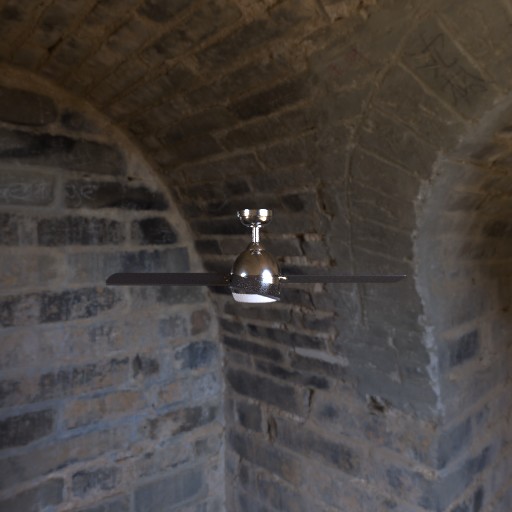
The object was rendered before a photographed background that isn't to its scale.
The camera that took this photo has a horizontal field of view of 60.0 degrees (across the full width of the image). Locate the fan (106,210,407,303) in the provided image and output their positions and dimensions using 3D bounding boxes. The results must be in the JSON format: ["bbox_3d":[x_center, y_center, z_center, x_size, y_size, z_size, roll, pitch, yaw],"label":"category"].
[{"bbox_3d":[0.000,0.000,2.003,1.332,0.403,1.332,0,1,0],"label":"fan"}]
